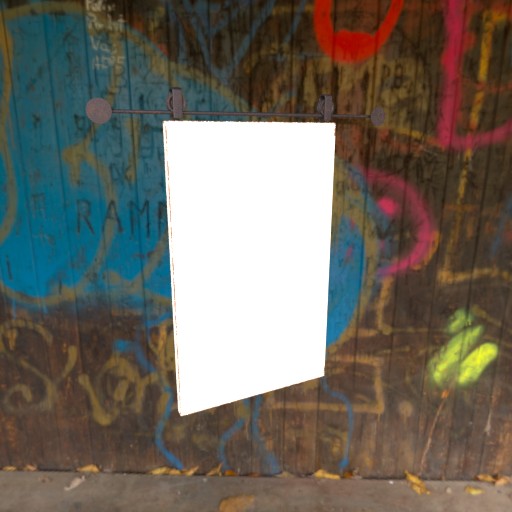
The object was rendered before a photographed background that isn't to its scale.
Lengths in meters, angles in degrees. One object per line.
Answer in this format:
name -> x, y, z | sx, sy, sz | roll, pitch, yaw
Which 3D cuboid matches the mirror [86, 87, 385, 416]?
mirror -> 0.000, 0.000, 1.207 | 0.808, 0.844, 0.037 | -8, 17, -25
